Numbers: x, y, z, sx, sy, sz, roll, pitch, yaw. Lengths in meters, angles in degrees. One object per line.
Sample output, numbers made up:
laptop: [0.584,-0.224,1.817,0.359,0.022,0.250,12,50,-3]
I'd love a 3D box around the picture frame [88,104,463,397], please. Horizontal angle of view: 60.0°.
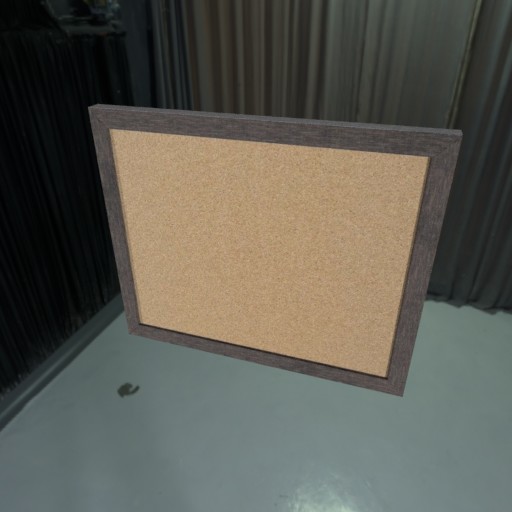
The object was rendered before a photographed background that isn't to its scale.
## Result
picture frame: [0.000,0.000,0.745,0.546,0.455,0.026,9,31,16]
